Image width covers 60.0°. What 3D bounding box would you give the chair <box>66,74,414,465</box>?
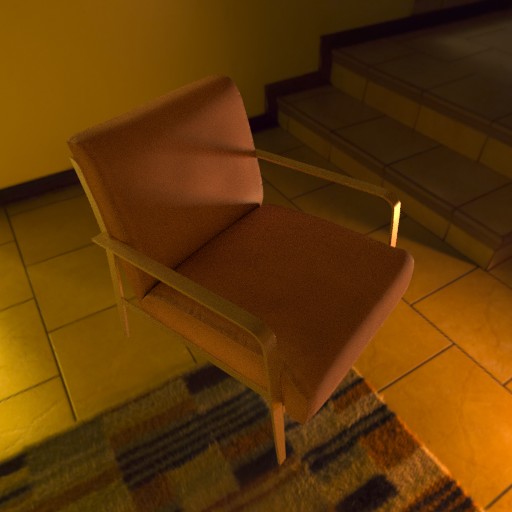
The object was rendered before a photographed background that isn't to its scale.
[{"bbox_3d":[0.000,0.000,1.428,0.848,0.823,0.701,28,50,27],"label":"chair"}]
